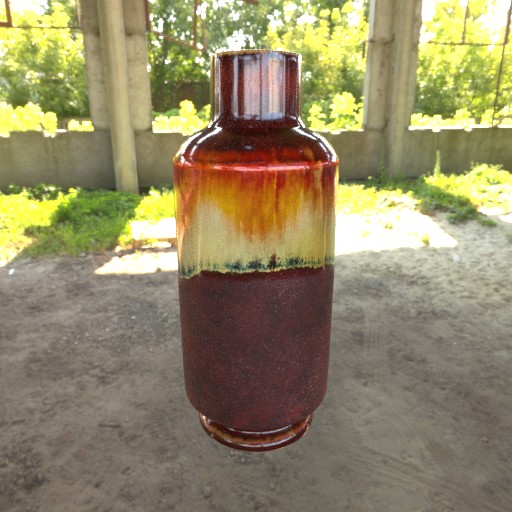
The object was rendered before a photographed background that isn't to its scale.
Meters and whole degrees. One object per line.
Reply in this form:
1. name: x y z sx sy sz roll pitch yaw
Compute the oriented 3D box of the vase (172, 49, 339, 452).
1. vase: 0.000 0.000 0.315 0.111 0.261 0.111 0 17 0
